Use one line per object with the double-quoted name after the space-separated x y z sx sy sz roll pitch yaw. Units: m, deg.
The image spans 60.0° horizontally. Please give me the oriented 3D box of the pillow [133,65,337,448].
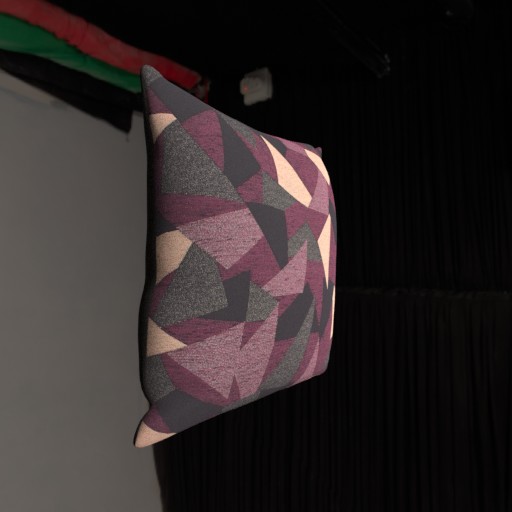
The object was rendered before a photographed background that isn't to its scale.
0.000 0.000 0.761 0.208 0.496 0.503 -1 -1 36 "pillow"
